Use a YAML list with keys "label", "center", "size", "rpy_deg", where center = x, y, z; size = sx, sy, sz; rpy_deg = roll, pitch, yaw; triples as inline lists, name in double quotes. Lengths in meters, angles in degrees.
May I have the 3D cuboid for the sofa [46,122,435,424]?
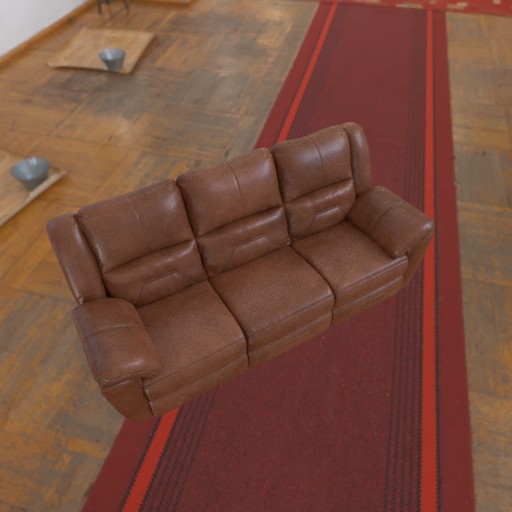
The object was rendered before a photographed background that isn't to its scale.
- label: "sofa"
  center: [0.000, 0.000, 2.914]
  size: [2.337, 1.043, 0.991]
  rpy_deg: [-23, 50, -20]
